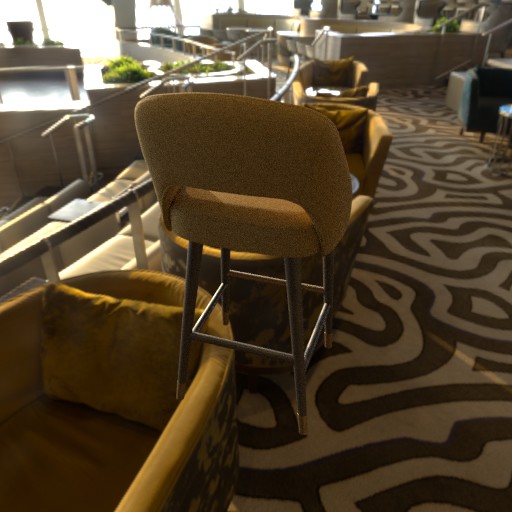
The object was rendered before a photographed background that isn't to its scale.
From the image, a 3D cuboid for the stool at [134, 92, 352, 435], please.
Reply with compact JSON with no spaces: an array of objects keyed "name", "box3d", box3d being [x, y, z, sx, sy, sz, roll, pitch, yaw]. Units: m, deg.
[{"name":"stool","box3d":[0.000,0.000,1.350,0.536,1.032,0.522,10,32,16]}]
